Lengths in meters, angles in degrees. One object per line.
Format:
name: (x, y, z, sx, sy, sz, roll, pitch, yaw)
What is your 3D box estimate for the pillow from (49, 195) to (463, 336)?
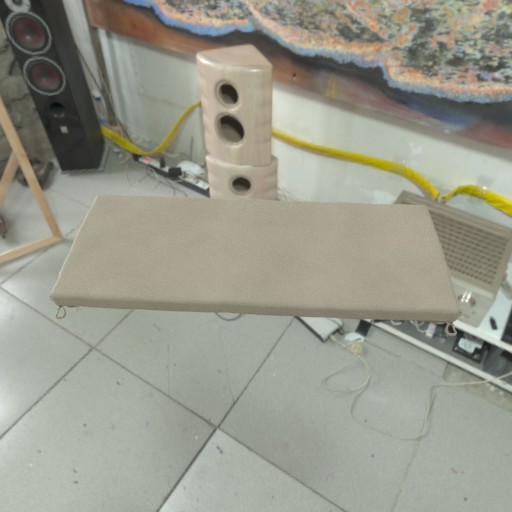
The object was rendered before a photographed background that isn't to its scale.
pillow: (0.000, 0.000, 1.381, 1.187, 0.081, 0.492, 2, 46, 2)
